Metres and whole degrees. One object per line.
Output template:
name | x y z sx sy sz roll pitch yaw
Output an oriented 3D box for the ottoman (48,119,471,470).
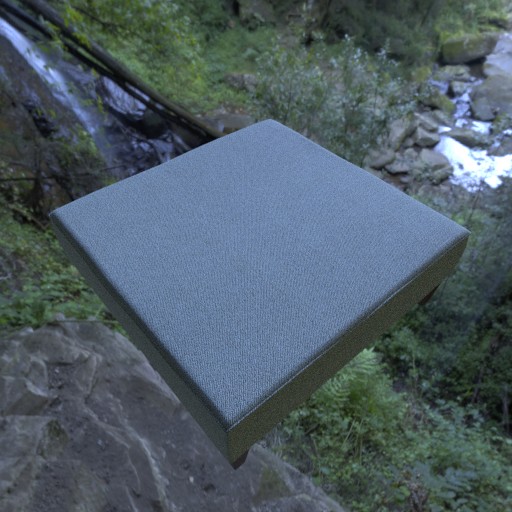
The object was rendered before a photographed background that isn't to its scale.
ottoman | 0.000 0.000 1.543 1.004 0.379 0.968 -32 53 -27
